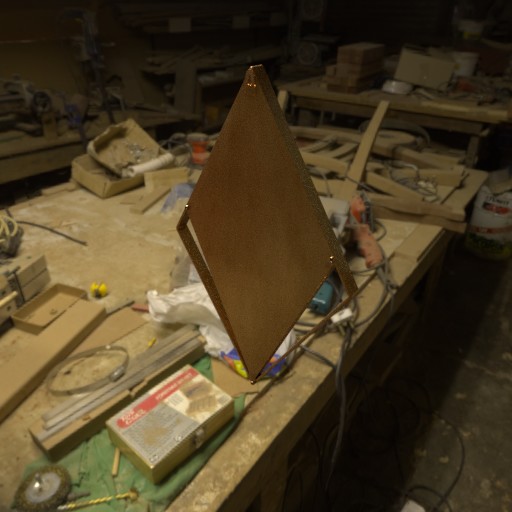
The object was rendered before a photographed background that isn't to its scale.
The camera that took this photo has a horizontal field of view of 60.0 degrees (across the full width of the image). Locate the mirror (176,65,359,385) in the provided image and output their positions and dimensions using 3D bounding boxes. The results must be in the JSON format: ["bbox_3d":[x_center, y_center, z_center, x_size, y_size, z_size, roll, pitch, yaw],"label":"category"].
[{"bbox_3d":[0.000,0.000,0.854,0.419,0.679,0.032,21,37,32],"label":"mirror"}]
